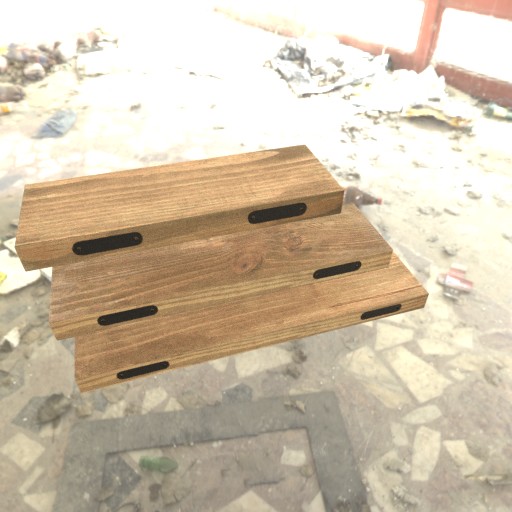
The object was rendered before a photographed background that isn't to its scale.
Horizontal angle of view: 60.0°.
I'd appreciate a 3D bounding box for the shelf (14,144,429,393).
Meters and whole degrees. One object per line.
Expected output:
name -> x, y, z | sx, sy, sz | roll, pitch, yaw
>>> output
shelf -> 0.000, 0.000, 0.710 | 0.610, 0.293, 0.140 | -11, 42, -13
